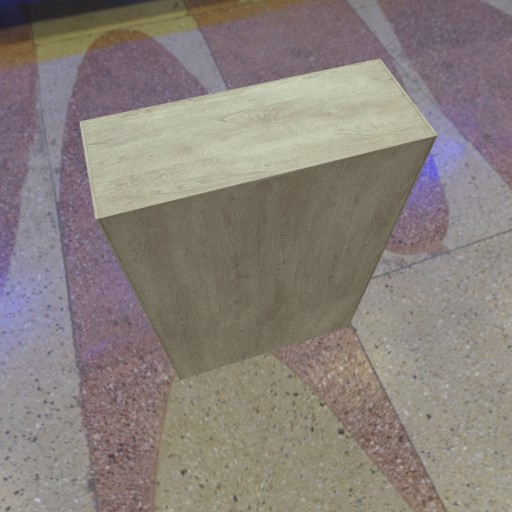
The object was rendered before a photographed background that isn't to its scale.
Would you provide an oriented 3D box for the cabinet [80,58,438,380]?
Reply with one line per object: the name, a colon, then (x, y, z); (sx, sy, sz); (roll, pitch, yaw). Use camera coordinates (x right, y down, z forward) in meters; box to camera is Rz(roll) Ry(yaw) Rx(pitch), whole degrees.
cabinet: (0.000, 0.000, 2.524); (1.290, 1.910, 0.510); (-15, 60, -9)
